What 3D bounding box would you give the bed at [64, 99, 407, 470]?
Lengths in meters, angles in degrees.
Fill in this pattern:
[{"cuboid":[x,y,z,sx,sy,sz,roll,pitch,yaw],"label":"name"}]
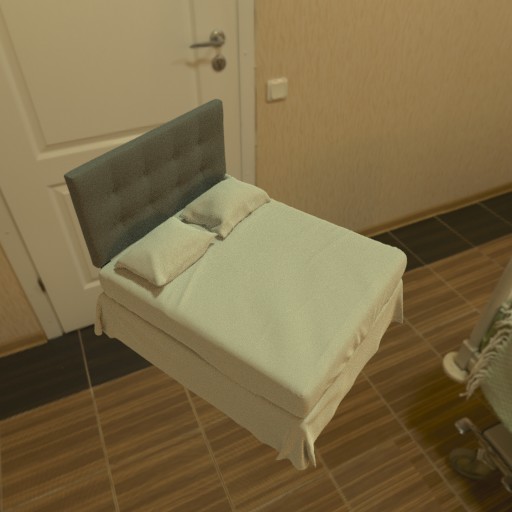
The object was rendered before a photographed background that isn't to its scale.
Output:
[{"cuboid":[0.000,0.000,3.546,2.222,1.577,1.936,25,47,26],"label":"bed"}]
